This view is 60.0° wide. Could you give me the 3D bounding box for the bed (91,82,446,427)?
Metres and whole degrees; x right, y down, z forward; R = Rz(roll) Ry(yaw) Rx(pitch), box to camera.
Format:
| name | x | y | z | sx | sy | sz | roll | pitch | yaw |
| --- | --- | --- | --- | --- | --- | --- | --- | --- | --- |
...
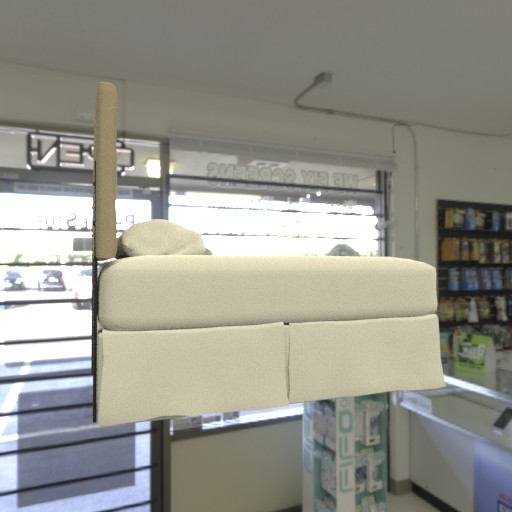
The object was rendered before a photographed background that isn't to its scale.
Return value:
| name | x | y | z | sx | sy | sz | roll | pitch | yaw |
| --- | --- | --- | --- | --- | --- | --- | --- | --- | --- |
| bed | 0.000 | 0.000 | 2.875 | 1.997 | 1.571 | 1.261 | 0 | -1 | -21 |
